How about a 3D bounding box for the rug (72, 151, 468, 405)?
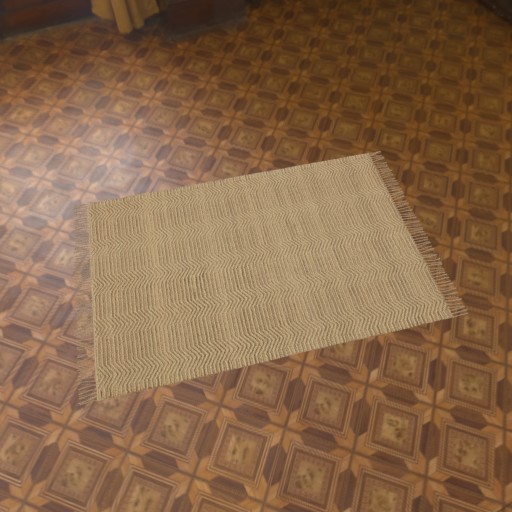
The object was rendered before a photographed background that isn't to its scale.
[{"bbox_3d":[0.000,0.000,2.512,2.021,0.027,1.224,-11,58,-7],"label":"rug"}]
